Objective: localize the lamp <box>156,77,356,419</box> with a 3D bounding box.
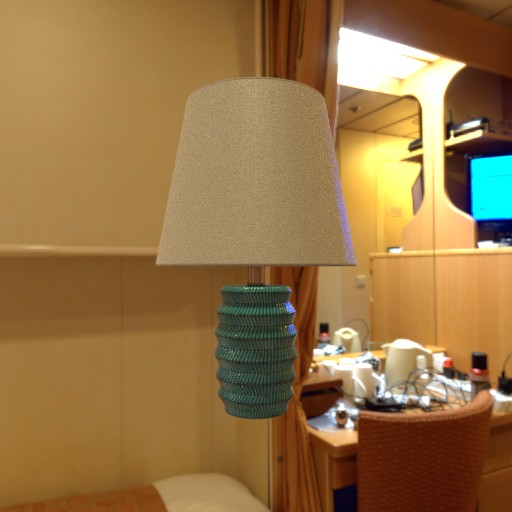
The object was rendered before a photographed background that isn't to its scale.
[{"bbox_3d":[0.000,0.000,0.574,0.254,0.392,0.254,0,-1,0],"label":"lamp"}]
